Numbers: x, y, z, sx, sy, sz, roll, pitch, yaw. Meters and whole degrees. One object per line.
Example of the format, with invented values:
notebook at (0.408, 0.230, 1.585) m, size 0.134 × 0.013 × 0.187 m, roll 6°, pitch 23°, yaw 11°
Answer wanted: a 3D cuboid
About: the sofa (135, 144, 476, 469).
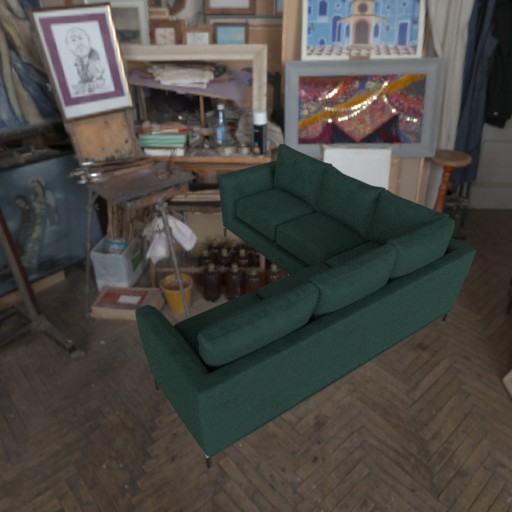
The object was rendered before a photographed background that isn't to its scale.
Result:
sofa at (0.000, 0.000, 3.800) m, size 2.452 × 1.004 × 2.468 m, roll -21°, pitch 38°, yaw -29°
